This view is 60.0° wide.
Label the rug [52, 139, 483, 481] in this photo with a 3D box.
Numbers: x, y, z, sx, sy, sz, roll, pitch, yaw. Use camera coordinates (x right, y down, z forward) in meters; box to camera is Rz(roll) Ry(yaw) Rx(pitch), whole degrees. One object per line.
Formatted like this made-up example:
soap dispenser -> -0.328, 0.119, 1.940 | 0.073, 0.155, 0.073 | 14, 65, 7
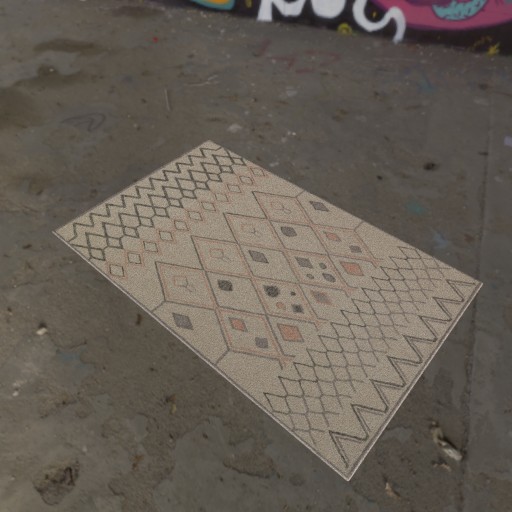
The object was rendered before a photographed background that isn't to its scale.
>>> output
rug -> 0.000, 0.000, 2.923 | 2.438, 0.015, 1.524 | 33, 55, 26
